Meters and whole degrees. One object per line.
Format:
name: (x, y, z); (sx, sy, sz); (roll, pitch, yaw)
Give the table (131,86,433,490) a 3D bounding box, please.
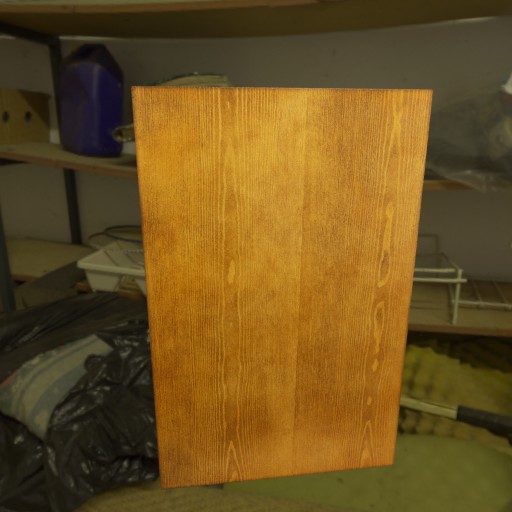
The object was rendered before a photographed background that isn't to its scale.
table: (0.000, 0.000, 0.910); (0.400, 0.605, 0.550); (-2, 16, -8)
